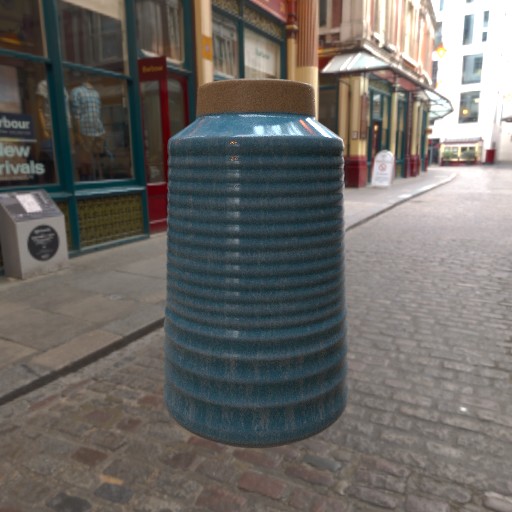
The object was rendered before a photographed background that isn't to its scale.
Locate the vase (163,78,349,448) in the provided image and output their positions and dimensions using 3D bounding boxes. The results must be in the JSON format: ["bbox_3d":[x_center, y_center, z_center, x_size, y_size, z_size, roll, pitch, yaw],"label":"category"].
[{"bbox_3d":[0.000,0.000,0.373,0.163,0.267,0.163,0,12,0],"label":"vase"}]
